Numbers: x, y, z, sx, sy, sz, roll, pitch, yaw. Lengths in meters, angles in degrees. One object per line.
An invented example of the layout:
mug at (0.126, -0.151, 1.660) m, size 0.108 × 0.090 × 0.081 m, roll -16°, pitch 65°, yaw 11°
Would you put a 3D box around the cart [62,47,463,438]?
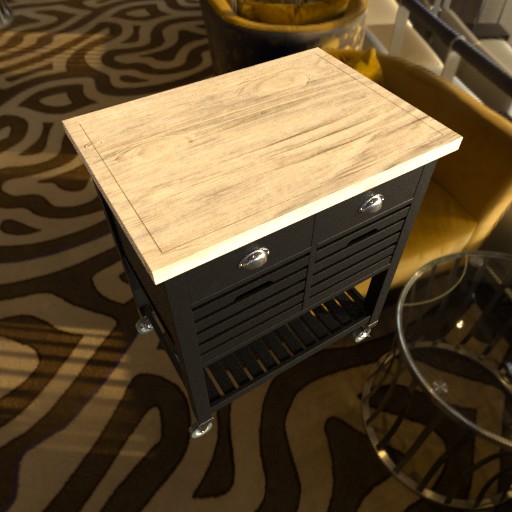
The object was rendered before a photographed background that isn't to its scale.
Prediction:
cart at (0.000, 0.000, 1.411) m, size 0.797 × 0.920 × 0.567 m, roll -25°, pitch 53°, yaw -20°
